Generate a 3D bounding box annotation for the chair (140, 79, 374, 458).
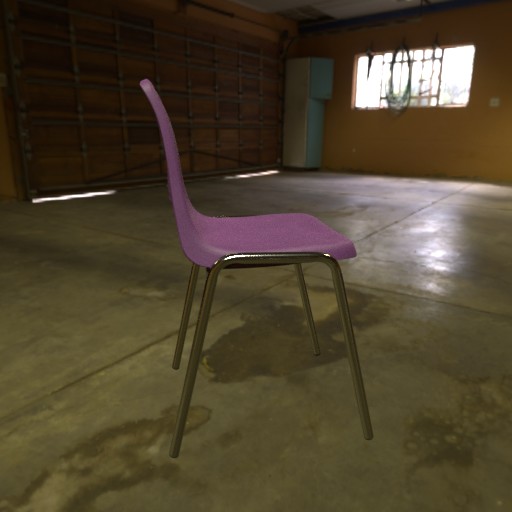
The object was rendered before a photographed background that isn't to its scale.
[{"bbox_3d":[0.000,0.000,0.961,0.432,0.704,0.381,-3,16,-9],"label":"chair"}]
